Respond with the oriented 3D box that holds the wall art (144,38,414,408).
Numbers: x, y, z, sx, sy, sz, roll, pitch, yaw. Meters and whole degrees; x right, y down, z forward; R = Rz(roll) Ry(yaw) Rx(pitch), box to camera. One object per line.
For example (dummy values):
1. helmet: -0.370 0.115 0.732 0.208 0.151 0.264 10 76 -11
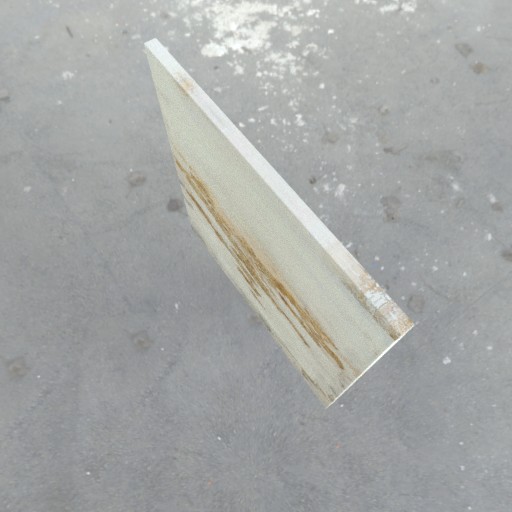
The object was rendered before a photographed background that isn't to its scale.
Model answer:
1. wall art: 0.000 0.000 1.498 0.040 1.018 1.015 -33 68 -15
